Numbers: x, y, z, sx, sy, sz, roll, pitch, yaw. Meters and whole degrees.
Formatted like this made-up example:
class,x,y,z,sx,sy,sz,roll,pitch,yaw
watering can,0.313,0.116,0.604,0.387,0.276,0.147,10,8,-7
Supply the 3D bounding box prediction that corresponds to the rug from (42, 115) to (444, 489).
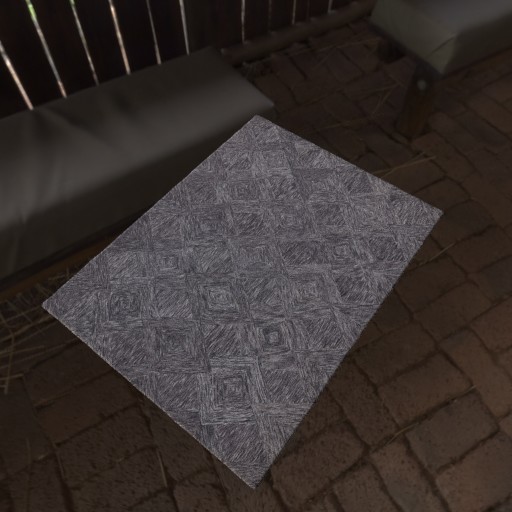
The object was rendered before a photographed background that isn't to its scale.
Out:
class,x,y,z,sx,sy,sz,roll,pitch,yaw
rug,0.000,0.000,4.280,2.448,0.017,3.204,33,64,19
